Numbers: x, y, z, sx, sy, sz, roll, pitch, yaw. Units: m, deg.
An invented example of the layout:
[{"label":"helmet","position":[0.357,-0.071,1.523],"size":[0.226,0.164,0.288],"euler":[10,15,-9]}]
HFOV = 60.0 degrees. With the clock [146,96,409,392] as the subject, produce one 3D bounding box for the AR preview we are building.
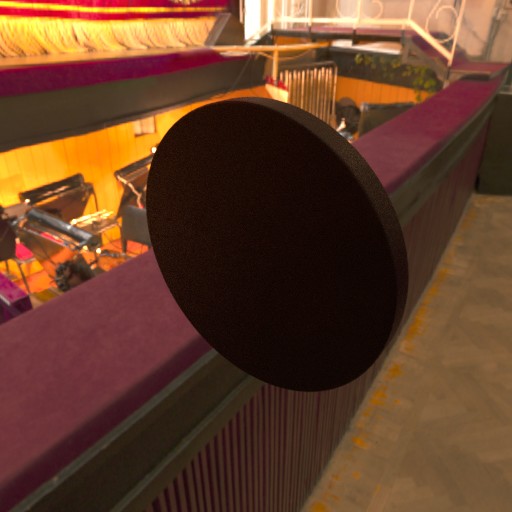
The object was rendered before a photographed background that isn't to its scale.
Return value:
[{"label":"clock","position":[0.000,0.000,0.464],"size":[0.314,0.314,0.029],"euler":[21,35,32]}]
